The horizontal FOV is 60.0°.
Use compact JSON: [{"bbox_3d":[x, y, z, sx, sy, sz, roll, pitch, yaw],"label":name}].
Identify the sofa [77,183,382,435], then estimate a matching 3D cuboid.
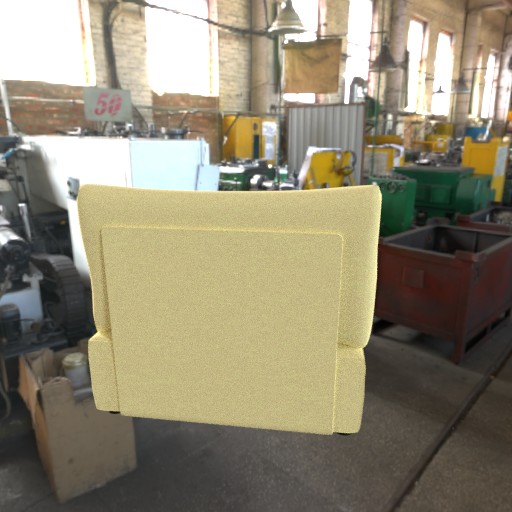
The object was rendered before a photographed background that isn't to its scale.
[{"bbox_3d":[0.000,0.000,2.050,0.930,0.820,1.450,2,16,8],"label":"sofa"}]
